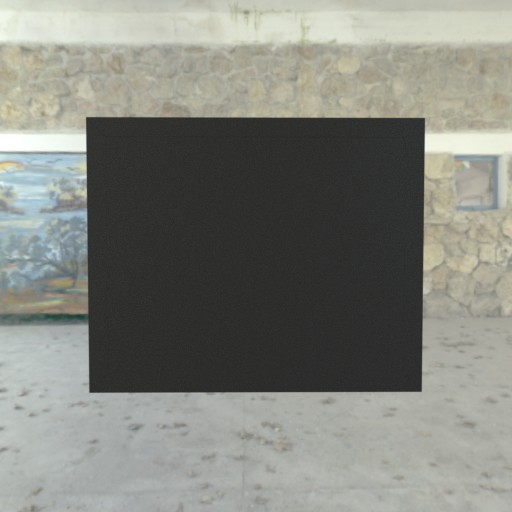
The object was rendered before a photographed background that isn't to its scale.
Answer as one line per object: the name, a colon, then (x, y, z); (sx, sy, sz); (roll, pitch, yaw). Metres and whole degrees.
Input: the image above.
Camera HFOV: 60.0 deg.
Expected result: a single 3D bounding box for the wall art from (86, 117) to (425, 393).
wall art: (0.000, 0.000, 0.751); (0.558, 0.457, 0.029); (0, 2, 0)
